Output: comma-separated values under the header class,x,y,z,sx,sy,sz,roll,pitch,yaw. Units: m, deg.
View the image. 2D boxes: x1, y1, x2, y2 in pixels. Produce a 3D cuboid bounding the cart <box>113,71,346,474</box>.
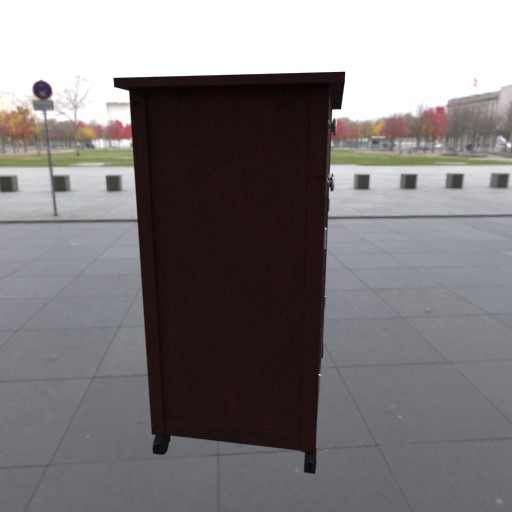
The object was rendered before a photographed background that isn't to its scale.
class,x,y,z,sx,sy,sz,roll,pitch,yaw
cart,0.000,0.000,1.253,0.442,0.864,0.683,2,14,10
